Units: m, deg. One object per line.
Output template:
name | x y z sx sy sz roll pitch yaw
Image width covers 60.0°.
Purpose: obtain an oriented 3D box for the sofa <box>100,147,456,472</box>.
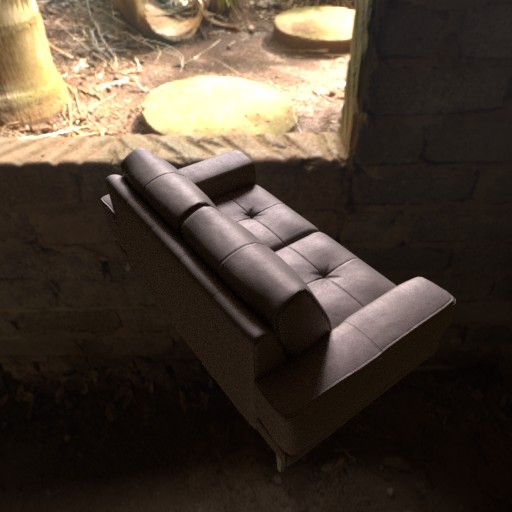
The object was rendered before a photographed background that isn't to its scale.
sofa | 0.000 0.000 2.364 1.018 0.907 1.806 -26 48 -26
